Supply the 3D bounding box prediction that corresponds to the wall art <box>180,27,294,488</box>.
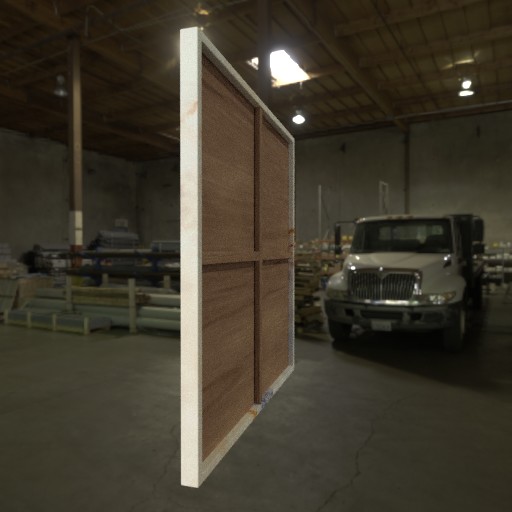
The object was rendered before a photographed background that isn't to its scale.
[{"bbox_3d":[0.000,0.000,1.283,0.038,0.889,0.889,0,1,17],"label":"wall art"}]
